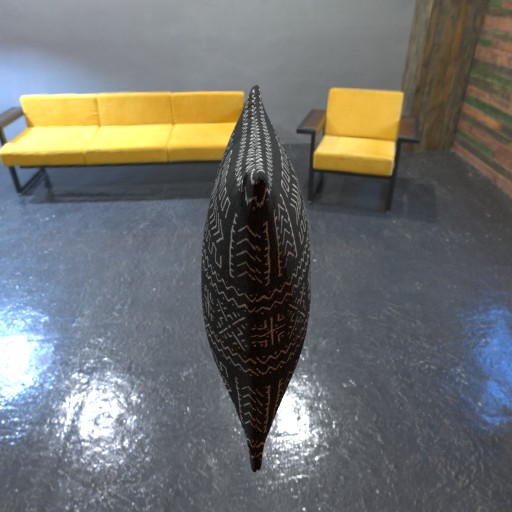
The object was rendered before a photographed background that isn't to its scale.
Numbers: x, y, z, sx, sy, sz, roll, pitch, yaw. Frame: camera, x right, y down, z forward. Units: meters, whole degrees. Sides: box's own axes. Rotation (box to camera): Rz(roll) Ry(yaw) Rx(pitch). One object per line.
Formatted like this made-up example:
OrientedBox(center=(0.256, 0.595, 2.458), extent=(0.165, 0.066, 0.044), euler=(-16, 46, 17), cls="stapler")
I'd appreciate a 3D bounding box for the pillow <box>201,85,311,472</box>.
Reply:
OrientedBox(center=(0.000, 0.000, 0.678), extent=(0.164, 0.430, 0.438), euler=(0, 31, 0), cls="pillow")
